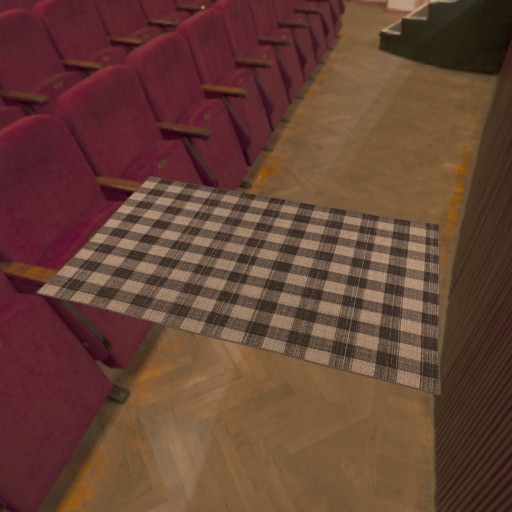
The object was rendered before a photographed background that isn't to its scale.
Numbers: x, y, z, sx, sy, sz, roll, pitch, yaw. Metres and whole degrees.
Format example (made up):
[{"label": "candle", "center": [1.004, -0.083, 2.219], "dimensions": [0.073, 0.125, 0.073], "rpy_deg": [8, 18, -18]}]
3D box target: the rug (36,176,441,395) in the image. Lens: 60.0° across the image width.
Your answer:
[{"label": "rug", "center": [0.000, 0.000, 3.119], "dimensions": [2.476, 0.011, 1.554], "rpy_deg": [11, 42, 13]}]
